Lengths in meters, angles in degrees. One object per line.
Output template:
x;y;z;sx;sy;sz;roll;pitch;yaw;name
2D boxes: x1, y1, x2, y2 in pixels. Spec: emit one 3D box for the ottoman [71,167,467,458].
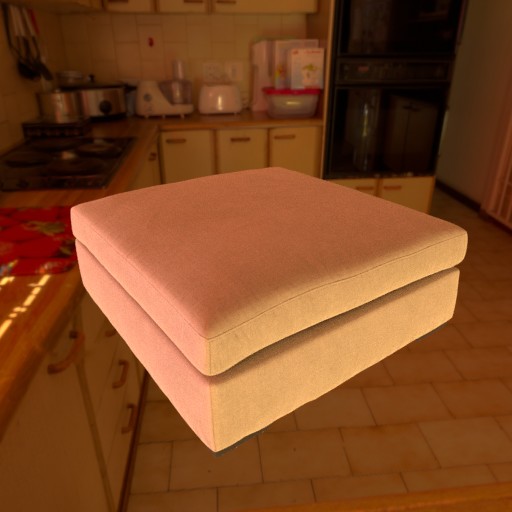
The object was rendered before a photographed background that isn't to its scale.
0.000;0.000;1.827;1.171;0.517;1.203;-18;31;-32;ottoman
